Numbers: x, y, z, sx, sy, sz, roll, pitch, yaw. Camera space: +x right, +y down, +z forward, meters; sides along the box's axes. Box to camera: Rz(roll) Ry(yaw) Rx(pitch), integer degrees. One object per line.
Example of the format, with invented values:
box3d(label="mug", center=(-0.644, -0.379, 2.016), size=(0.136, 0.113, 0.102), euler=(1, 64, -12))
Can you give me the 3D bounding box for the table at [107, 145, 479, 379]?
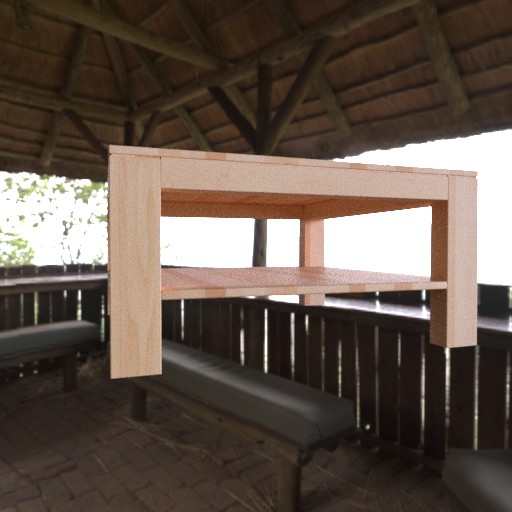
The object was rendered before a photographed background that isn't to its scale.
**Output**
box3d(label="table", center=(0.000, 0.000, 1.422), size=(0.900, 0.450, 0.900), euler=(0, 1, -19))
